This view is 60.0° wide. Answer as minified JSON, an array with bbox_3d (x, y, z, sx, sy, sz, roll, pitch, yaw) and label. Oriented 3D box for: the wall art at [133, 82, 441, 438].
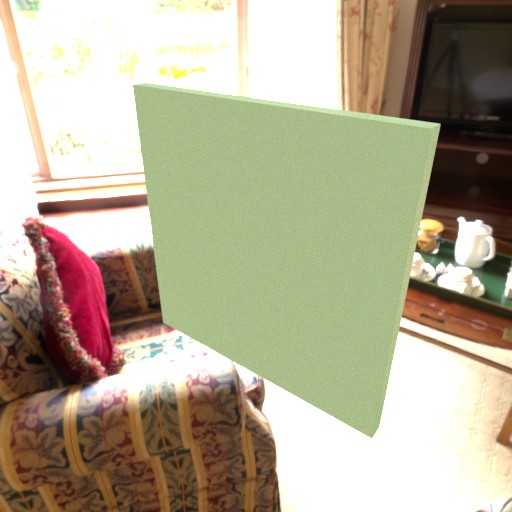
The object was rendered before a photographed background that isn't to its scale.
[{"bbox_3d":[0.000,0.000,0.895,0.603,0.603,0.036,21,36,32],"label":"wall art"}]
